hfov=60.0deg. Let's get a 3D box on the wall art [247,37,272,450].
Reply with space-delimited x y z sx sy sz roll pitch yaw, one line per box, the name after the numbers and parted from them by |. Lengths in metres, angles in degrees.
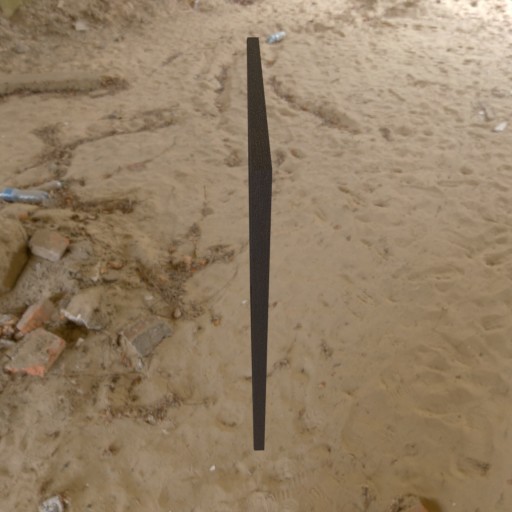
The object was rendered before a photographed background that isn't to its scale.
0.000 0.000 0.668 0.017 0.513 0.359 -1 42 -1 | wall art
